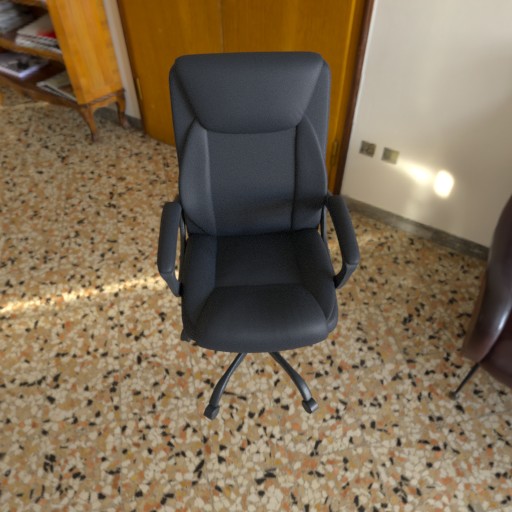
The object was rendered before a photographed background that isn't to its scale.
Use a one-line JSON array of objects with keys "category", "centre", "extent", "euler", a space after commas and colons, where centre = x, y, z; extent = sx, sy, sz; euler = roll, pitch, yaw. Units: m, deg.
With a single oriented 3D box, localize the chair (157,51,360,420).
[{"category": "chair", "centre": [0.000, 0.000, 1.436], "extent": [0.615, 1.072, 0.655], "euler": [-3, 47, -2]}]
